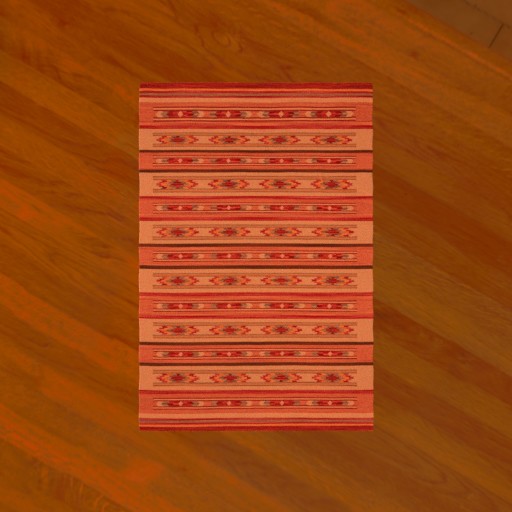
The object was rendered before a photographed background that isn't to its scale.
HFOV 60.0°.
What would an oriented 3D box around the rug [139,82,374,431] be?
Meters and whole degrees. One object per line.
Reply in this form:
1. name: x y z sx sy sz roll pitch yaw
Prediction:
1. rug: 0.000 0.000 2.312 1.223 0.008 1.817 0 89 0
